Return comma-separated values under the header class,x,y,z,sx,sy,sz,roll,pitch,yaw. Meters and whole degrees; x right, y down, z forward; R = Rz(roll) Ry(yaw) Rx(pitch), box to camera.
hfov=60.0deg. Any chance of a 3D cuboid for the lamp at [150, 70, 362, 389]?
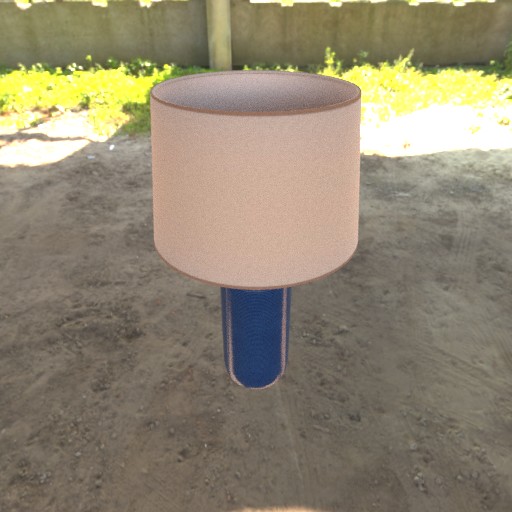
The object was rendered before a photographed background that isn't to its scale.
class,x,y,z,sx,sy,sz,roll,pitch,yaw
lamp,0.000,0.000,0.840,0.367,0.609,0.367,0,31,0
